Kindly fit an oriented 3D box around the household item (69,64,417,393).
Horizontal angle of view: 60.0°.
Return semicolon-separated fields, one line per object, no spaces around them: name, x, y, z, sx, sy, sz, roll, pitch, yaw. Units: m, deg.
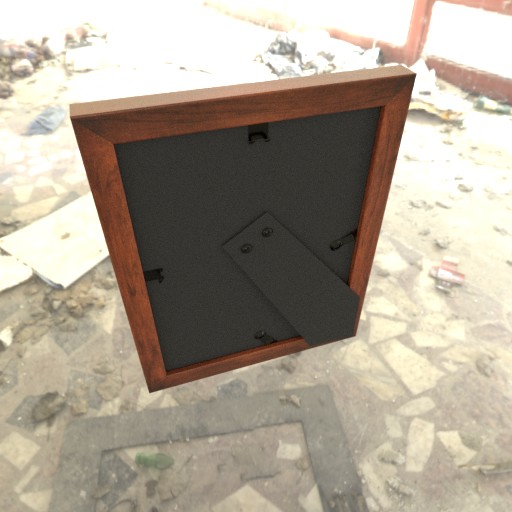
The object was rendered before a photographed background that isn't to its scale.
household item;0.000;0.000;0.332;0.200;0.250;0.020;-12;43;-14
